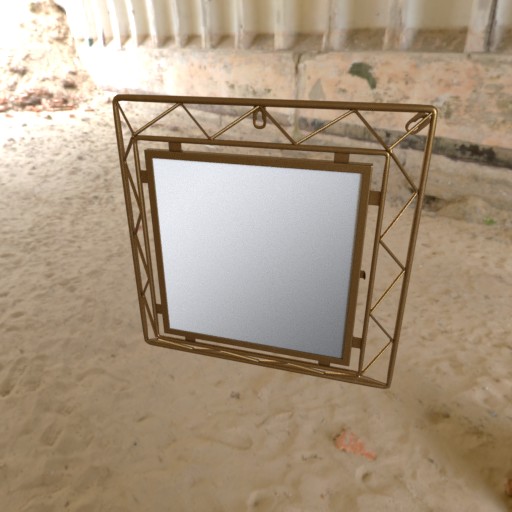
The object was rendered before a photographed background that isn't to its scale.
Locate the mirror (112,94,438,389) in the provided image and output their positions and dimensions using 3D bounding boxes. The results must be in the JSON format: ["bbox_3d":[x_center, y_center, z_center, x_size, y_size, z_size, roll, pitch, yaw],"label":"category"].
[{"bbox_3d":[0.000,0.000,0.620,0.416,0.414,0.046,7,27,14],"label":"mirror"}]
